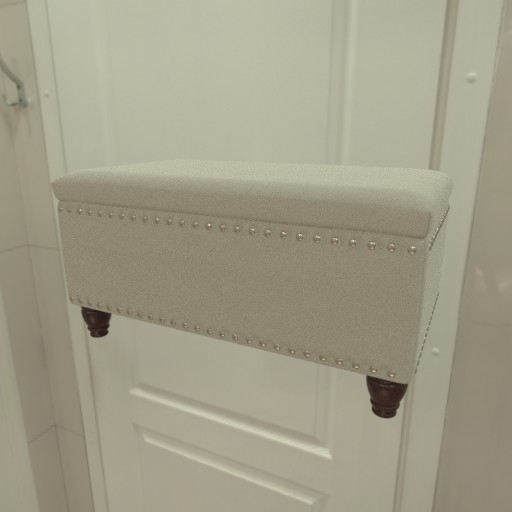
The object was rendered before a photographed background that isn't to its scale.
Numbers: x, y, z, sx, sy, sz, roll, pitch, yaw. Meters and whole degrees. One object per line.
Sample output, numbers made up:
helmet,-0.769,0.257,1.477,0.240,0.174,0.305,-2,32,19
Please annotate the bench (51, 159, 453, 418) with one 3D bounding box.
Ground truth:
bench,0.000,0.000,1.166,0.887,0.449,0.500,8,18,25
